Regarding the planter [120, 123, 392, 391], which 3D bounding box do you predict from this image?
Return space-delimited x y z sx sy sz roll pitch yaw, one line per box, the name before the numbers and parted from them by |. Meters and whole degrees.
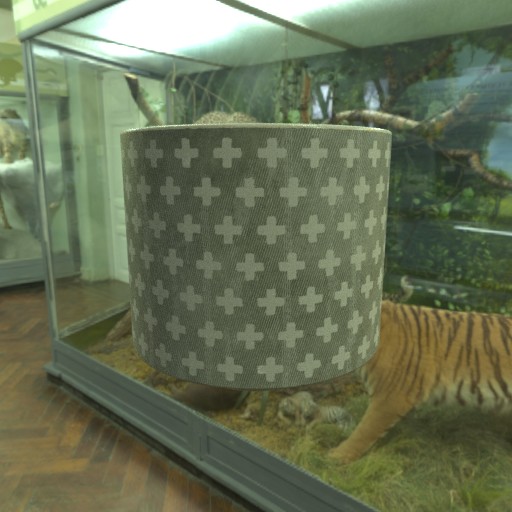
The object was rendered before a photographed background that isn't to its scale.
planter | 0.000 0.000 0.342 0.190 0.181 0.190 0 12 0
